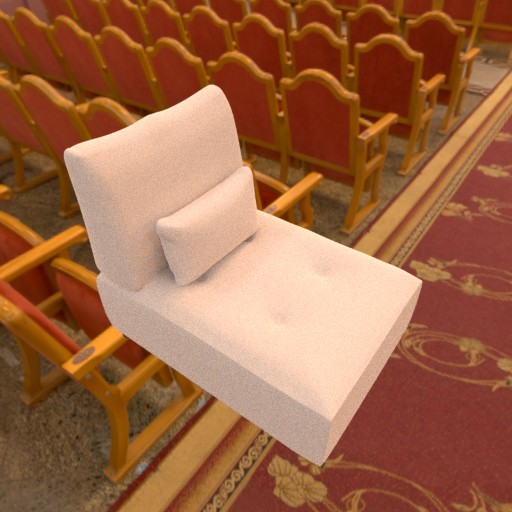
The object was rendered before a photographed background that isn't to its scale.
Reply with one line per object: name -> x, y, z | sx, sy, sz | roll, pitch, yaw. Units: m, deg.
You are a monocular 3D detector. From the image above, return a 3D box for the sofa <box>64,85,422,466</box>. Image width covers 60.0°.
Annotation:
sofa -> 0.000, 0.000, 1.547 | 1.000, 0.820, 0.700 | 25, 47, 27
